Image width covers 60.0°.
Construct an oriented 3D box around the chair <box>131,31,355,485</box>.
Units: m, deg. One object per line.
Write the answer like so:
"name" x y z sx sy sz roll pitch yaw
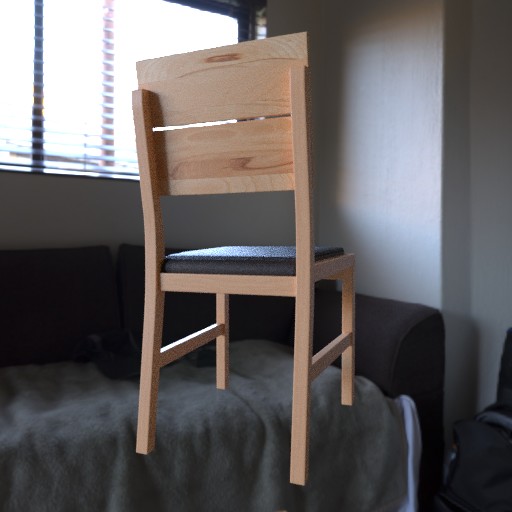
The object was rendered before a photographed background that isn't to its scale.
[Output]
"chair" 0.000 0.000 1.247 0.475 0.950 0.560 1 2 21
